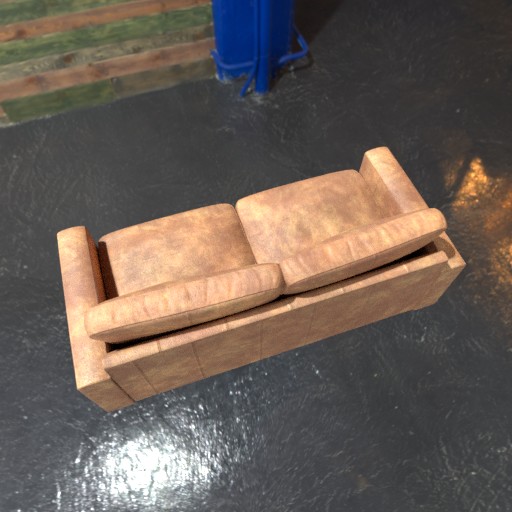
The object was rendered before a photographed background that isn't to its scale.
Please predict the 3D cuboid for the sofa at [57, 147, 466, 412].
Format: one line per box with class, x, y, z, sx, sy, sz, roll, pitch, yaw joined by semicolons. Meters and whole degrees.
sofa;0.000;0.000;2.669;2.179;0.873;1.016;-16;60;-10
